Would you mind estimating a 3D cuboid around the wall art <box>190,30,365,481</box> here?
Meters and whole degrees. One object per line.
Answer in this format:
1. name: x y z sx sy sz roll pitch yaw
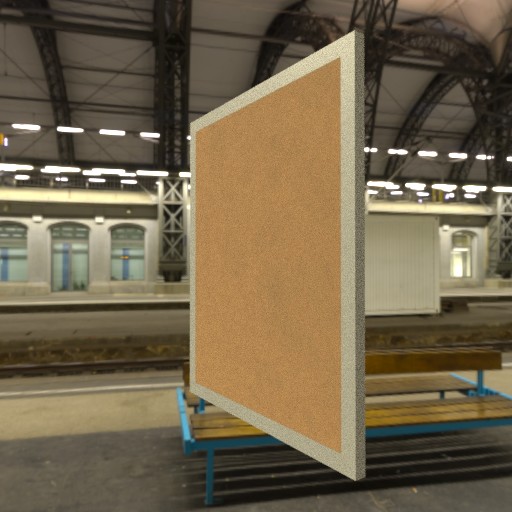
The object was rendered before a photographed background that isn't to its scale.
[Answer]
1. wall art: 0.000 0.000 1.077 0.026 0.811 0.661 0 -1 -35
